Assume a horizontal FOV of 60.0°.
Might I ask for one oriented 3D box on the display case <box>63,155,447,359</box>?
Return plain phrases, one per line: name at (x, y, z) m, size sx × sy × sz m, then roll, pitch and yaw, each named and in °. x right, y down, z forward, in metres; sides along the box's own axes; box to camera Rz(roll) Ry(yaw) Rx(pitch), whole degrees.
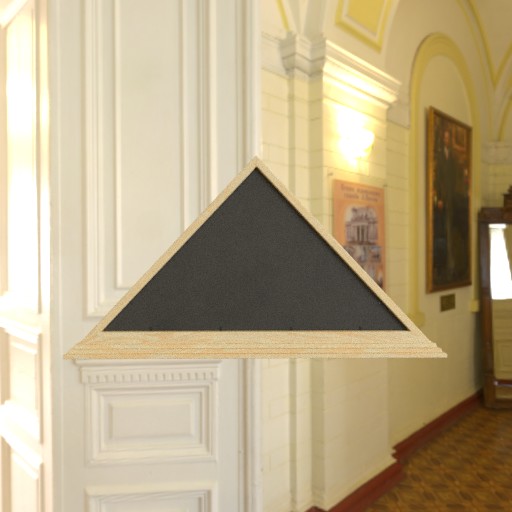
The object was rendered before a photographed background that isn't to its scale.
display case at (0.000, 0.000, 0.784) m, size 0.640 × 0.340 × 0.095 m, roll 0°, pitch 0°, yaw -1°
